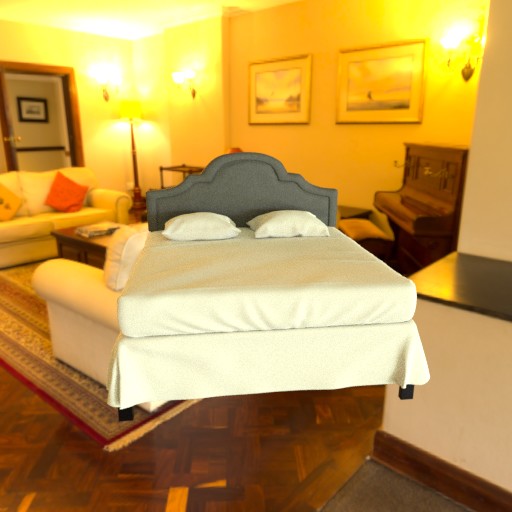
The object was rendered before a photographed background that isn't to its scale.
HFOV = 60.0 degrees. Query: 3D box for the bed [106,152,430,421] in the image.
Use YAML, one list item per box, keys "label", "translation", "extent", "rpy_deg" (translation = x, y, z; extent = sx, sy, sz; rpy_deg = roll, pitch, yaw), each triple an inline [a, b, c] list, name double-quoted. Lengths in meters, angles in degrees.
- label: "bed"
  translation: [0.000, 0.000, 3.765]
  extent: [2.303, 1.631, 2.222]
  rpy_deg: [-2, 16, -7]
